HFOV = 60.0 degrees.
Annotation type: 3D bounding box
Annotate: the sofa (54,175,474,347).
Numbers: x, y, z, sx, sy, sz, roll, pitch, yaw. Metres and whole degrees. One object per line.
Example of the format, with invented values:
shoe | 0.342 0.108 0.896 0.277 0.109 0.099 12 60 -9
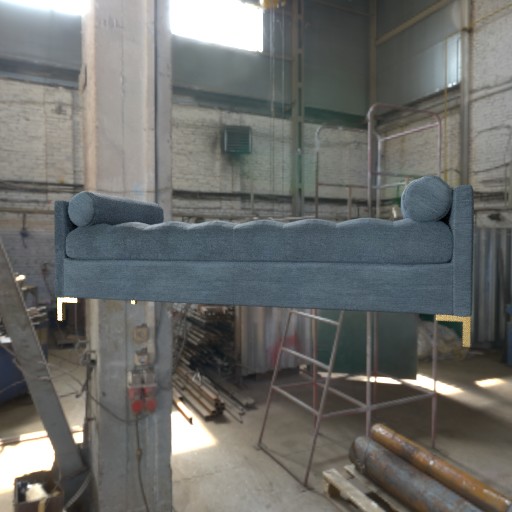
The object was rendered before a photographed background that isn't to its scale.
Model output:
sofa | 0.000 0.000 2.453 2.102 0.705 0.796 0 2 18
